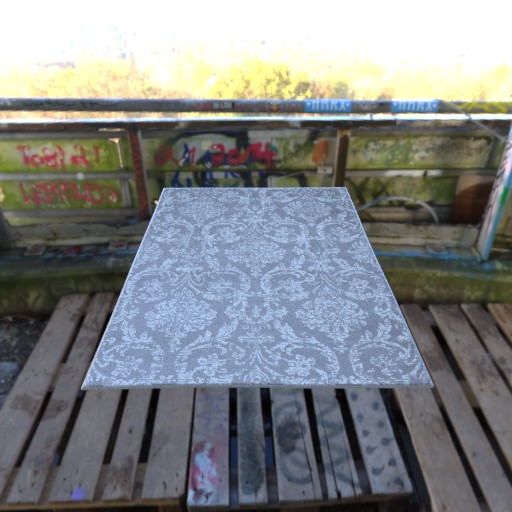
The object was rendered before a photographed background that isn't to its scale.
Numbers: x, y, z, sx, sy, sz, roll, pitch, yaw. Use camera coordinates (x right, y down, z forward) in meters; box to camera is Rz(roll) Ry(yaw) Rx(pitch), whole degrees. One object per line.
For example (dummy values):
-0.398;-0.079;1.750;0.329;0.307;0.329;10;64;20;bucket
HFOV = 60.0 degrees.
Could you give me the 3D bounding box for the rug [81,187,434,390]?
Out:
0.000;0.000;2.909;1.578;0.014;2.206;0;32;0;rug
